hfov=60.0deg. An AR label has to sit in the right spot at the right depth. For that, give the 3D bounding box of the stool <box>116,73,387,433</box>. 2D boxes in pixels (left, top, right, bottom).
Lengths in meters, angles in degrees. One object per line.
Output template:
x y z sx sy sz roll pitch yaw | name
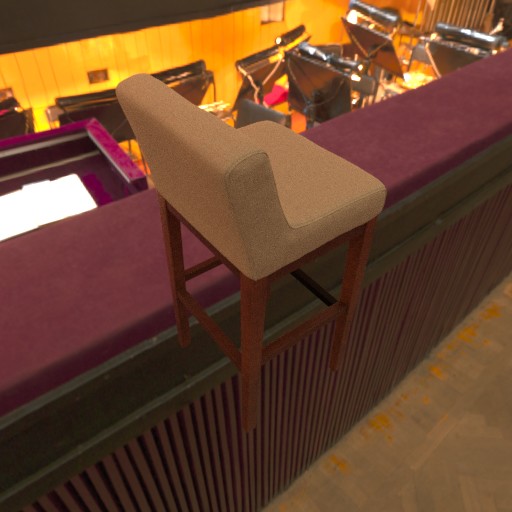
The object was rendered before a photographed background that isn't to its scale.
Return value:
0.000 0.000 1.352 0.500 1.037 0.511 -26 48 -26 | stool
